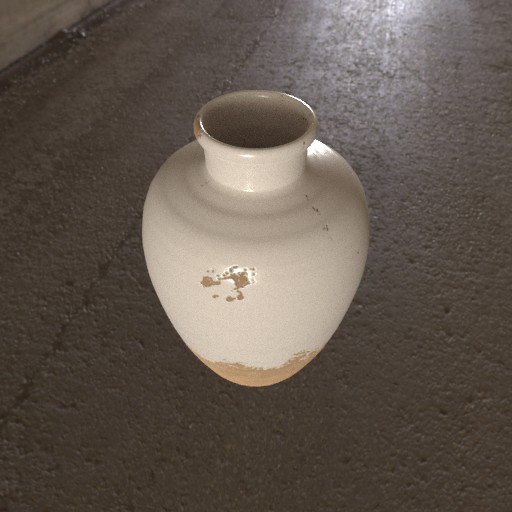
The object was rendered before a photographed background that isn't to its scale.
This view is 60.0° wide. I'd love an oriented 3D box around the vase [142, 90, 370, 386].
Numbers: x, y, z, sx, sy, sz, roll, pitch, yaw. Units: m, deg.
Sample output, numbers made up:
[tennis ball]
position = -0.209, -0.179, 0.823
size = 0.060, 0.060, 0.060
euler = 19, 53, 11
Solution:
[vase]
position = 0.000, 0.000, 0.334
size = 0.158, 0.228, 0.158
euler = 0, 46, 0
